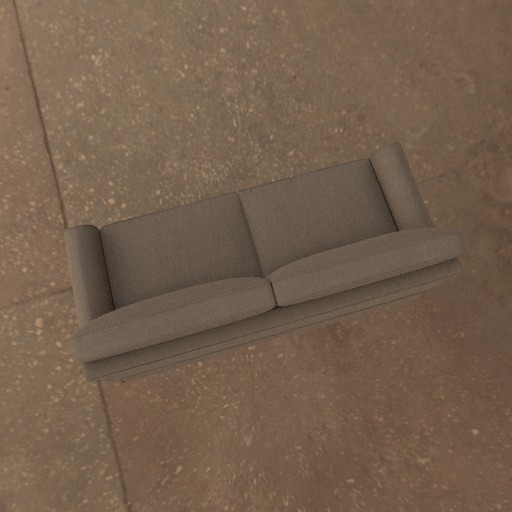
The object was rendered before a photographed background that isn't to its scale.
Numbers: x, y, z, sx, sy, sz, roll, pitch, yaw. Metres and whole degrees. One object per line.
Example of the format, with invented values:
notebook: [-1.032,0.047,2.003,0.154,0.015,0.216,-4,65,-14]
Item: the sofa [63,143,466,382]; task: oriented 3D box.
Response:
sofa: [0.000,0.000,2.772,2.248,0.943,0.991,-15,74,-4]
